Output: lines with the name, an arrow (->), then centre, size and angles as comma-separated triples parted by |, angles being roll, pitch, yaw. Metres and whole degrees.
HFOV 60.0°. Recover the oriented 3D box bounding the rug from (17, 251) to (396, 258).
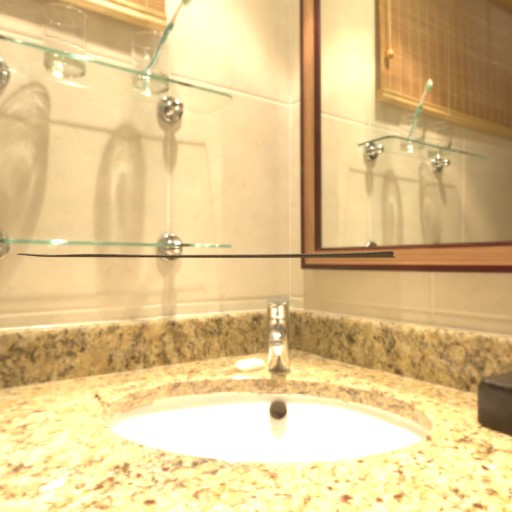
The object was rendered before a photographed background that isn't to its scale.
rug -> 0.000, 0.000, 3.915 | 2.343, 0.026, 2.925 | 0, 0, 18
